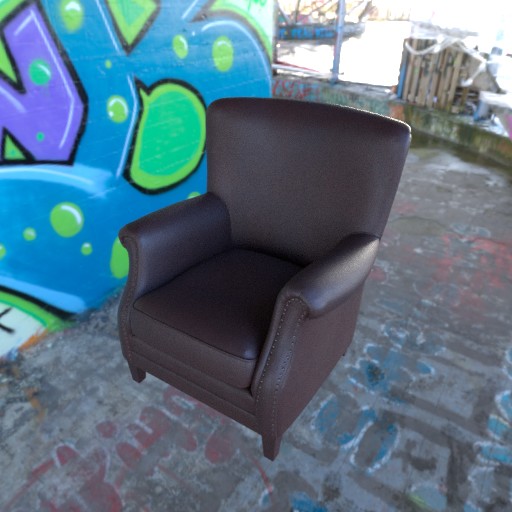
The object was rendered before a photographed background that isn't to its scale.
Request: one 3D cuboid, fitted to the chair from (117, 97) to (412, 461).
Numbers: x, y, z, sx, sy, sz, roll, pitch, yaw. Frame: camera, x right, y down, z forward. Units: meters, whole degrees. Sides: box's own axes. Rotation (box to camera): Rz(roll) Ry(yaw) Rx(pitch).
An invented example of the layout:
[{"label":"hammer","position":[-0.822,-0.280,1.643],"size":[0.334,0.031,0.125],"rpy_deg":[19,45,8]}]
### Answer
[{"label":"chair","position":[0.000,0.000,1.357],"size":[0.700,0.800,0.746],"rpy_deg":[18,35,28]}]
